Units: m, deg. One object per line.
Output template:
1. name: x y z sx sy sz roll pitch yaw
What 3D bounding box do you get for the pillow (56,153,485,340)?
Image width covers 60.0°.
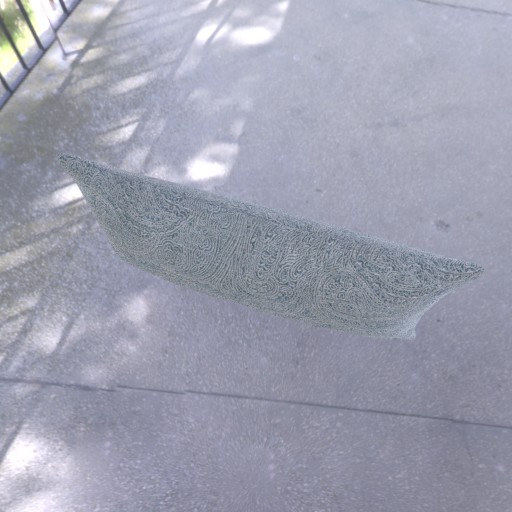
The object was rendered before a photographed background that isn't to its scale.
1. pillow: 0.000 0.000 0.735 0.615 0.295 0.151 16 64 8
